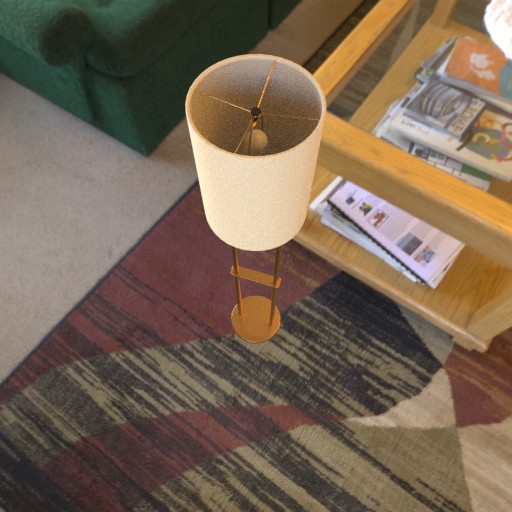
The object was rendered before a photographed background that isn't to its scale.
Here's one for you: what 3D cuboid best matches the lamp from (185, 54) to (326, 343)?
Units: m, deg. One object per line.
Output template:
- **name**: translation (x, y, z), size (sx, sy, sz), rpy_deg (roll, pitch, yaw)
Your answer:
- **lamp**: translation (0.000, 0.000, 1.633), size (0.306, 1.500, 0.305), rpy_deg (16, 65, 8)
